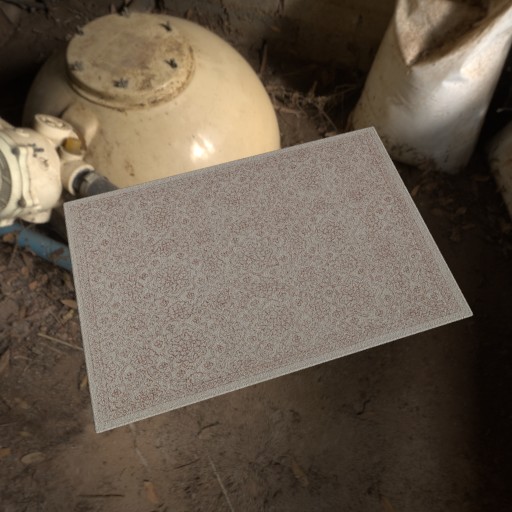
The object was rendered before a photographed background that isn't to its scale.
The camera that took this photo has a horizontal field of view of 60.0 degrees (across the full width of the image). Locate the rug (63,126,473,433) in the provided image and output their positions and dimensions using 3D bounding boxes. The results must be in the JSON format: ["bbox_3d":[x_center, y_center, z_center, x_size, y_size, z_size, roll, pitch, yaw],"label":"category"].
[{"bbox_3d":[0.000,0.000,2.278,1.829,0.010,1.219,-15,66,-7],"label":"rug"}]
